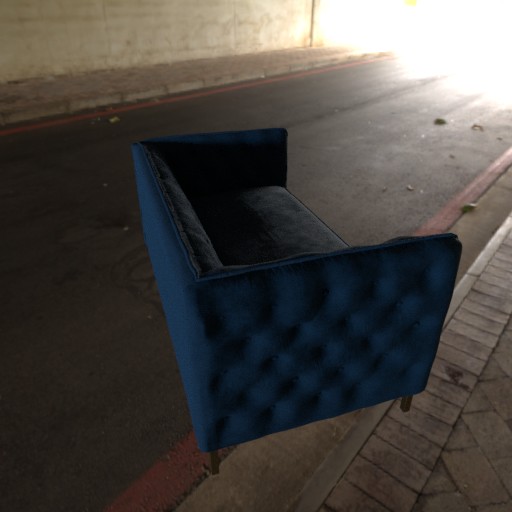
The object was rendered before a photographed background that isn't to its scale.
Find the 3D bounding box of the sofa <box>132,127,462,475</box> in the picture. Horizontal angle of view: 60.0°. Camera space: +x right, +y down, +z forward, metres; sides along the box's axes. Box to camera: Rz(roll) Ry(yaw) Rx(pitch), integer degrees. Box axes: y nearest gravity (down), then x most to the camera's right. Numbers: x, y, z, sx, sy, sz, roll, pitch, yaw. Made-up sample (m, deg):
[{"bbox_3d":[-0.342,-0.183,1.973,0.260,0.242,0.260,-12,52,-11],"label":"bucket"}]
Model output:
[{"bbox_3d":[0.000,0.000,2.069,0.909,0.810,1.583,-10,31,-16],"label":"sofa"}]
